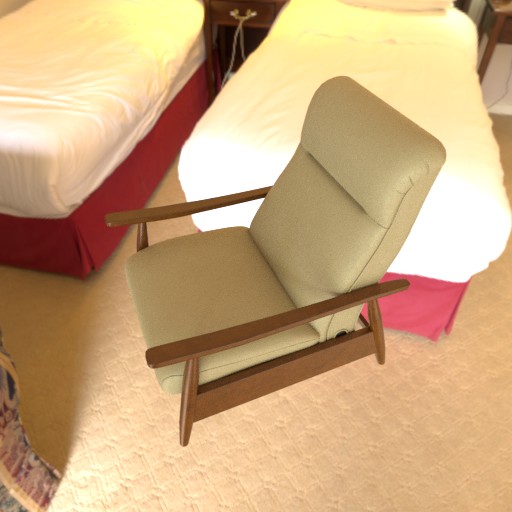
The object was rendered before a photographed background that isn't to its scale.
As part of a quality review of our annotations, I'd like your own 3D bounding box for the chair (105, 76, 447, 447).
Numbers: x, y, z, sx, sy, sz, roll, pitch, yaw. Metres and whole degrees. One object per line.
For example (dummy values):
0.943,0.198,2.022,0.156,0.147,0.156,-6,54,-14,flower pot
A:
0.000,0.000,1.744,1.014,1.082,0.762,-17,47,-16,chair
